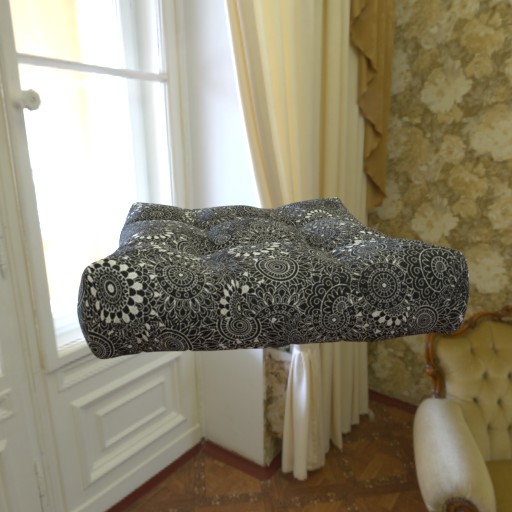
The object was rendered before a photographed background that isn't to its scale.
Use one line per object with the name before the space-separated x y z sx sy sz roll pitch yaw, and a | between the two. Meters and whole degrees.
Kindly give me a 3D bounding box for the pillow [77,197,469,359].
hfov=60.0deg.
pillow | 0.000 0.000 0.724 0.468 0.128 0.490 -2 15 -9
